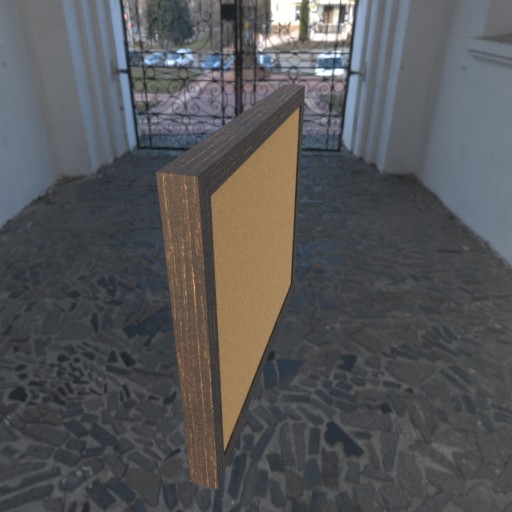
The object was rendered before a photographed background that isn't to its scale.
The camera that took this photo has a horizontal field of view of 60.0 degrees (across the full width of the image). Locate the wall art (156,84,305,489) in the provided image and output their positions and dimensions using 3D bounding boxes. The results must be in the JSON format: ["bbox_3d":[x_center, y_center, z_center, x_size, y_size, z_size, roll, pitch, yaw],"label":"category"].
[{"bbox_3d":[0.000,0.000,0.529,0.031,0.330,0.381,8,31,14],"label":"wall art"}]
